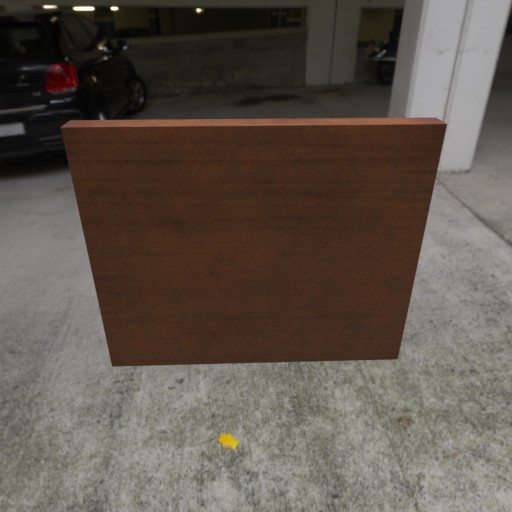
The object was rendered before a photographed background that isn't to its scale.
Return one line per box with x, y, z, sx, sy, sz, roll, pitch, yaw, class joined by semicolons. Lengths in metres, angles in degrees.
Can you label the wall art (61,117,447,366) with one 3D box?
0.000;0.000;0.553;0.401;0.328;0.030;-1;30;-2;wall art
